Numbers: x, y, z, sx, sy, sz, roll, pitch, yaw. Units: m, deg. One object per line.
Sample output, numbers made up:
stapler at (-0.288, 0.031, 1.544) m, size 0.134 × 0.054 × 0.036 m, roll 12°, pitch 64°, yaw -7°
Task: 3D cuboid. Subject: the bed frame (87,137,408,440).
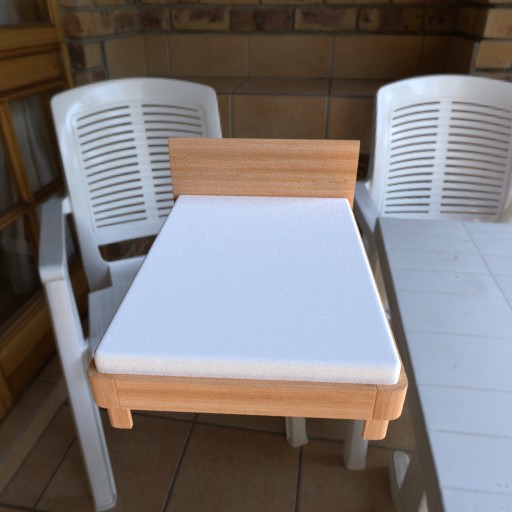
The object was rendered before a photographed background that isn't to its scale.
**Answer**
bed frame at (0.000, 0.000, 2.784) m, size 1.472 × 0.940 × 1.992 m, roll 2°, pitch 30°, yaw 3°
